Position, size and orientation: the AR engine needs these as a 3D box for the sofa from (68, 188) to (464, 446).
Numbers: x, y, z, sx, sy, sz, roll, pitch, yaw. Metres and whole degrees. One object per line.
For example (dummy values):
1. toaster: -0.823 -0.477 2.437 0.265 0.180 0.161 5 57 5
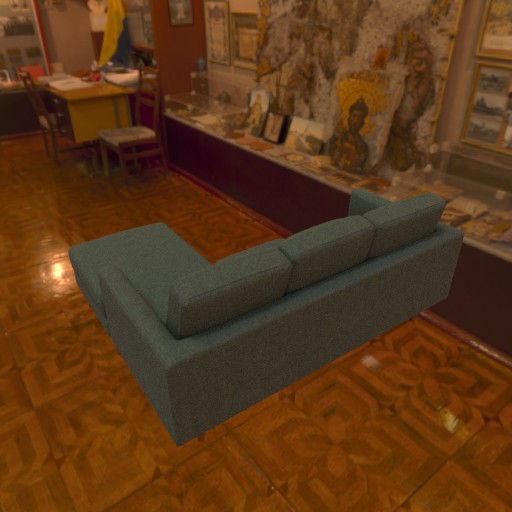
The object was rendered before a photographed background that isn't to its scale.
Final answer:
1. sofa: 0.000 0.000 2.981 2.055 0.957 1.667 -20 36 -29
